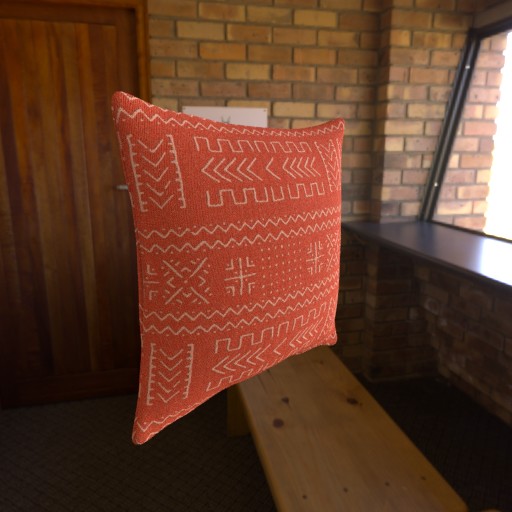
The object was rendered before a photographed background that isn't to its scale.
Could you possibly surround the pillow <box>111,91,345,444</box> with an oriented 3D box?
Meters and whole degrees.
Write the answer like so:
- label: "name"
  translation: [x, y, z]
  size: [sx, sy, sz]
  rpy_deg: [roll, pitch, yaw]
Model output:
- label: "pillow"
  translation: [0.000, 0.000, 0.668]
  size: [0.164, 0.429, 0.438]
  rpy_deg: [12, 18, 44]
